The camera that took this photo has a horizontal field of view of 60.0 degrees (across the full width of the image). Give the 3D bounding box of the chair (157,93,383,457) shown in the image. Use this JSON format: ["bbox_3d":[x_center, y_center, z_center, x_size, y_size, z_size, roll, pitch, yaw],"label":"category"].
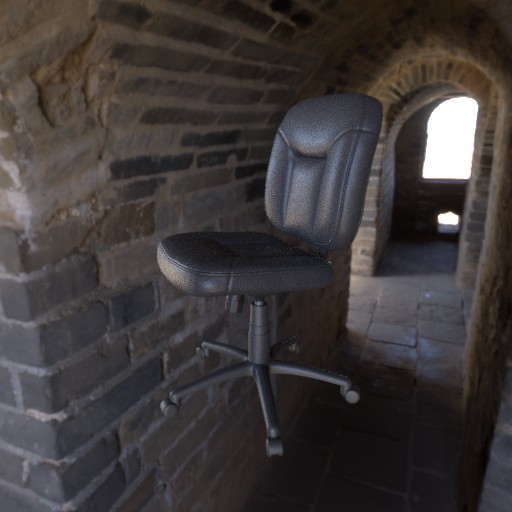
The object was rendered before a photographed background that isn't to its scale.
[{"bbox_3d":[0.000,0.000,1.375,0.646,0.959,0.647,-8,18,-24],"label":"chair"}]
